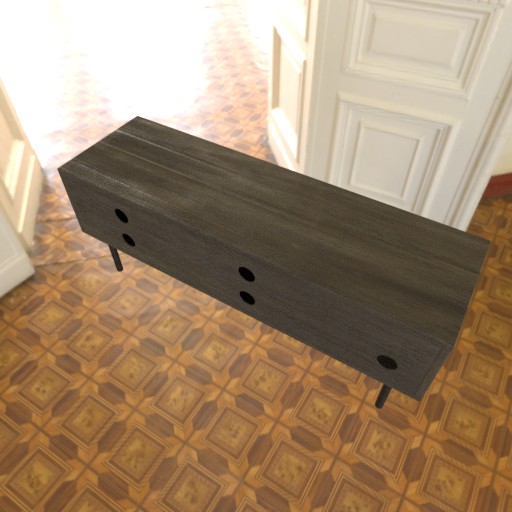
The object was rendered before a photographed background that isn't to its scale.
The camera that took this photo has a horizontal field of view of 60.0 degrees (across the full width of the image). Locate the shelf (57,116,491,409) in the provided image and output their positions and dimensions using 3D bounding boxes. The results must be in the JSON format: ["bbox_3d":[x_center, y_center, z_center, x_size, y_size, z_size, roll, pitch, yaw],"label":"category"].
[{"bbox_3d":[0.000,0.000,1.534,1.300,0.495,0.400,24,52,21],"label":"shelf"}]
